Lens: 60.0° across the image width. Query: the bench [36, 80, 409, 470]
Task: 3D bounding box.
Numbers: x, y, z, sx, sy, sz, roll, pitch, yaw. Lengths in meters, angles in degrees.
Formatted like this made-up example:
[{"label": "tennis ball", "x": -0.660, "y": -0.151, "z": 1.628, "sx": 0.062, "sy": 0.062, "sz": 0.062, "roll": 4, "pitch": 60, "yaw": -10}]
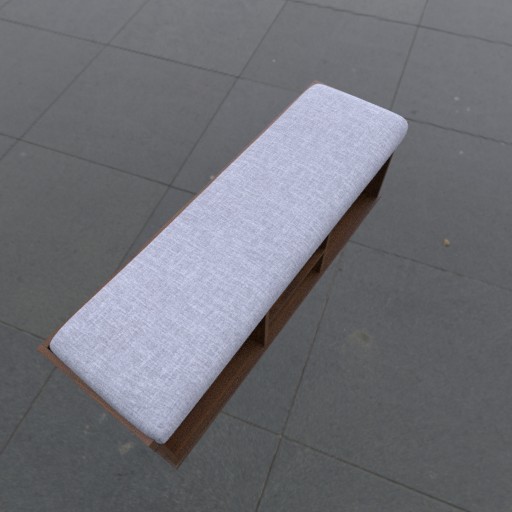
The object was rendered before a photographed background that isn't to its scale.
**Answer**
[{"label": "bench", "x": 0.000, "y": 0.000, "z": 1.376, "sx": 0.367, "sy": 0.468, "sz": 1.196, "roll": 32, "pitch": 63, "yaw": 18}]
